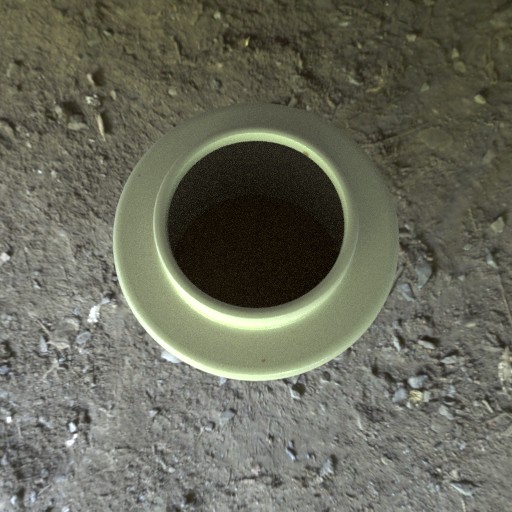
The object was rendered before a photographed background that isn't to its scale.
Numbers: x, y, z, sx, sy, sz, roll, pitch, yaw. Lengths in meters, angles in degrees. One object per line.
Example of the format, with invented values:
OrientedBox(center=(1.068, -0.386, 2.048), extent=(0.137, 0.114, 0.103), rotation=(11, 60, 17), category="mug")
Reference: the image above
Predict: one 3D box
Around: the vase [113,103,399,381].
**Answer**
OrientedBox(center=(0.000, 0.000, 0.290), extent=(0.153, 0.167, 0.153), rotation=(0, 77, 0), category="vase")
